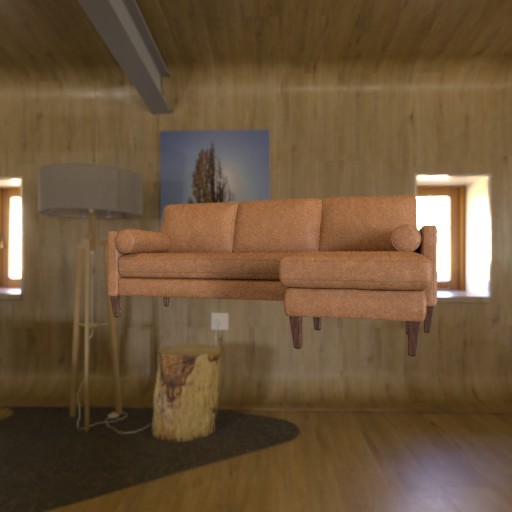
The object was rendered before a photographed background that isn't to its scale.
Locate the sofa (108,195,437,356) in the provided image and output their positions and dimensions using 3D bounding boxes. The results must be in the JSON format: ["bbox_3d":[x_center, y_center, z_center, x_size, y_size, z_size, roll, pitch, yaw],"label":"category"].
[{"bbox_3d":[0.000,0.000,2.869,2.178,0.876,1.506,0,0,18],"label":"sofa"}]
